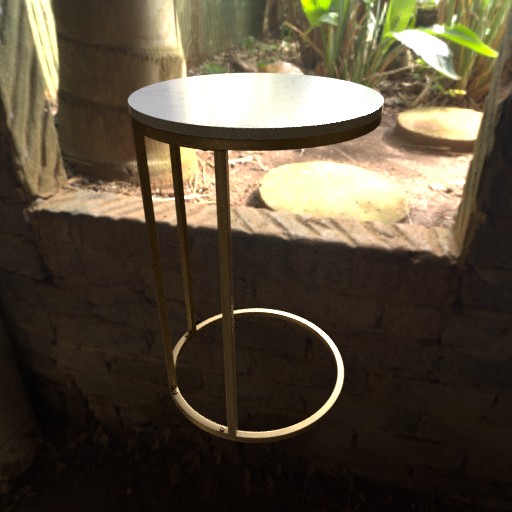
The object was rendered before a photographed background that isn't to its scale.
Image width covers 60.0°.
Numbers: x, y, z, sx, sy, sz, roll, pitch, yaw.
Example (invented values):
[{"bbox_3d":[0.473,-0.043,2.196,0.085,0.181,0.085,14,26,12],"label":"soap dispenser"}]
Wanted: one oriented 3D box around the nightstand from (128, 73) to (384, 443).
[{"bbox_3d":[0.000,0.000,0.871,0.400,0.610,0.400,-11,33,-18],"label":"nightstand"}]
